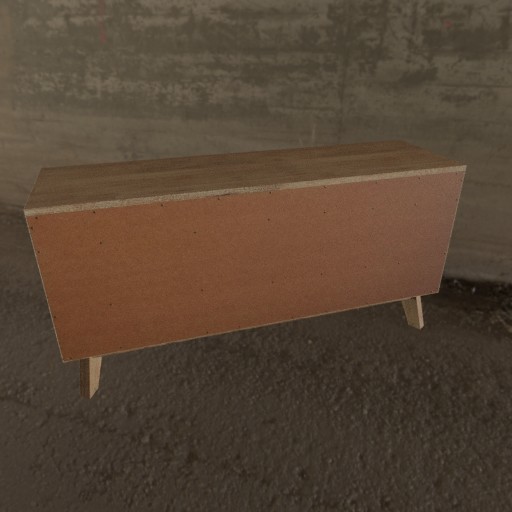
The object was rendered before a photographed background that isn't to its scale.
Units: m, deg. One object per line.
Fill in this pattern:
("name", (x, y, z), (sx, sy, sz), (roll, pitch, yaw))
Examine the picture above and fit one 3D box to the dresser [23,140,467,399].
("dresser", (0.000, 0.000, 1.914), (1.602, 0.788, 0.455), (-8, 29, -15))
